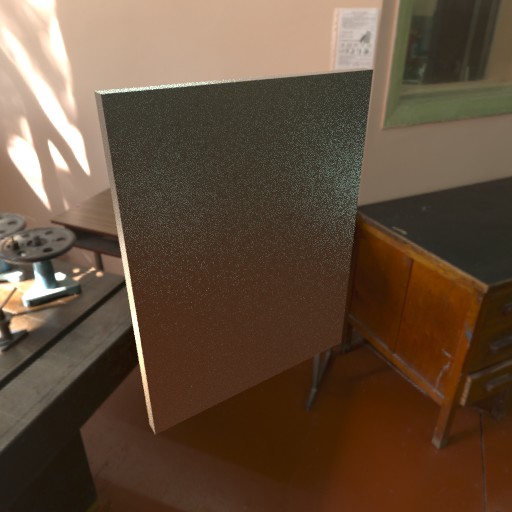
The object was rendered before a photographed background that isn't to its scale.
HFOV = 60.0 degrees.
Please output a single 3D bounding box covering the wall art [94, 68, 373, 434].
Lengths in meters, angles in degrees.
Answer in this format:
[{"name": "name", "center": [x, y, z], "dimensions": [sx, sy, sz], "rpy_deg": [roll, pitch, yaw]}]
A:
[{"name": "wall art", "center": [0.000, 0.000, 0.760], "dimensions": [0.444, 0.569, 0.025], "rpy_deg": [-18, 34, -29]}]
